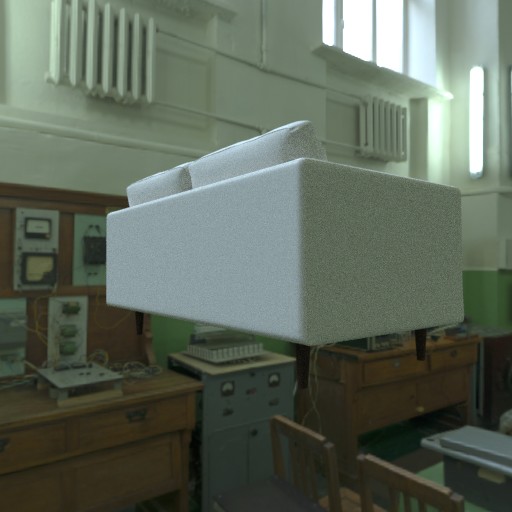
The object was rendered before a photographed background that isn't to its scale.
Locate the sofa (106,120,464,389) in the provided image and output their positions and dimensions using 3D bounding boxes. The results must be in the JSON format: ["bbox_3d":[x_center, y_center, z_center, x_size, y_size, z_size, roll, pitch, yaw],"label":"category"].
[{"bbox_3d":[0.000,0.000,2.217,0.940,0.893,1.713,1,-1,-37],"label":"sofa"}]
